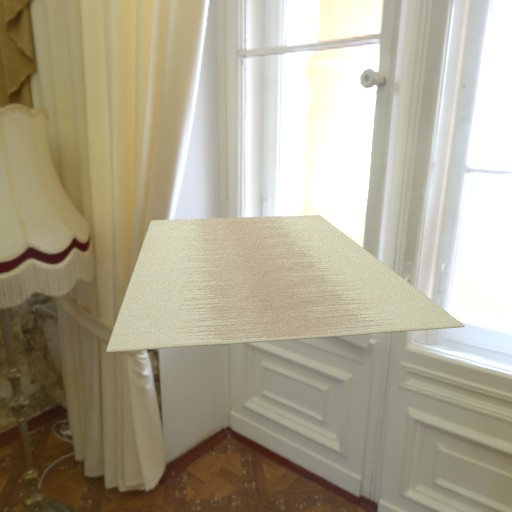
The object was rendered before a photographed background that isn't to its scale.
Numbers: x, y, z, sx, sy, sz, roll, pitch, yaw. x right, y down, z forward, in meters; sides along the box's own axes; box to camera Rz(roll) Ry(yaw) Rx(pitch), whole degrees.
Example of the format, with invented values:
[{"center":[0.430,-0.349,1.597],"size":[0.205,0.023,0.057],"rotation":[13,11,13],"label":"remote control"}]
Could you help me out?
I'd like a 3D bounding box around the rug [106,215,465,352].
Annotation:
[{"center":[0.000,0.000,2.356],"size":[1.234,0.006,1.850],"rotation":[-3,18,-8],"label":"rug"}]
